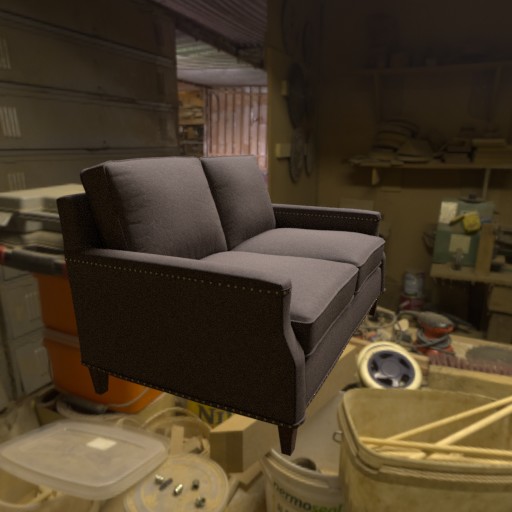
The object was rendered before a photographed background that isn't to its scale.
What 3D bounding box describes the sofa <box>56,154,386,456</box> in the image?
[{"bbox_3d":[0.000,0.000,2.283,1.084,1.003,1.597,7,16,25],"label":"sofa"}]
